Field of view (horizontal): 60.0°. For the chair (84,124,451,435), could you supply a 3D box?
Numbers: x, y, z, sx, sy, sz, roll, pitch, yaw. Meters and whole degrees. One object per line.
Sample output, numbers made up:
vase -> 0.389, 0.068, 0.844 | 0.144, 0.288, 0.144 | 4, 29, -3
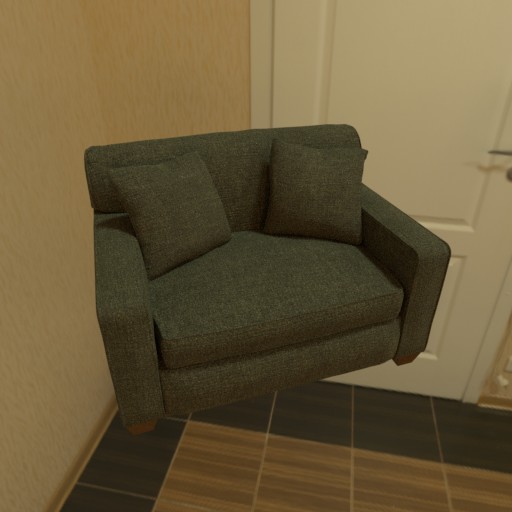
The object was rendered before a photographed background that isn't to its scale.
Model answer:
chair -> 0.000, 0.000, 2.054 | 1.383, 0.948, 1.000 | -10, 32, -15
